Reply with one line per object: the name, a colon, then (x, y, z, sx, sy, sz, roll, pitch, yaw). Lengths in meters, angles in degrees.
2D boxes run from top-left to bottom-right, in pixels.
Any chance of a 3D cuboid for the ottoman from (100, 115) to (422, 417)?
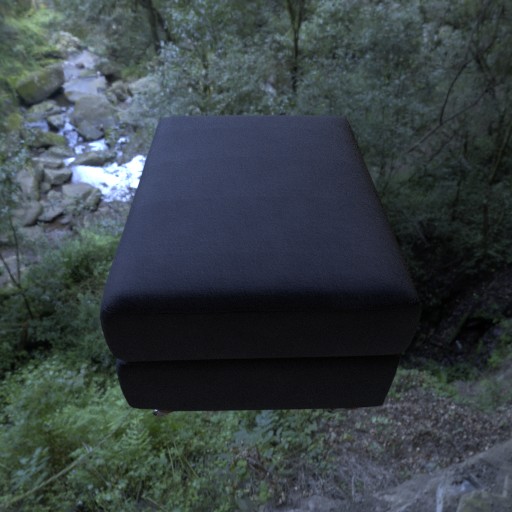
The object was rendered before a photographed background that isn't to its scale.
ottoman: (0.000, 0.000, 1.144, 0.574, 0.497, 0.773, -1, 42, -1)
